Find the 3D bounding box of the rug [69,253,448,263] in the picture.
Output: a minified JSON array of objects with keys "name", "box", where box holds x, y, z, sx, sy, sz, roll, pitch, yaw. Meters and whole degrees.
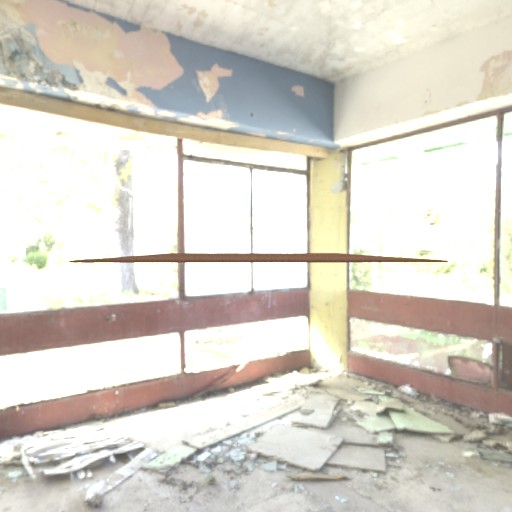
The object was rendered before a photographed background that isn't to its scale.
[{"name":"rug","box":[0.000,0.000,2.328,1.217,0.007,1.828,0,1,-1]}]
